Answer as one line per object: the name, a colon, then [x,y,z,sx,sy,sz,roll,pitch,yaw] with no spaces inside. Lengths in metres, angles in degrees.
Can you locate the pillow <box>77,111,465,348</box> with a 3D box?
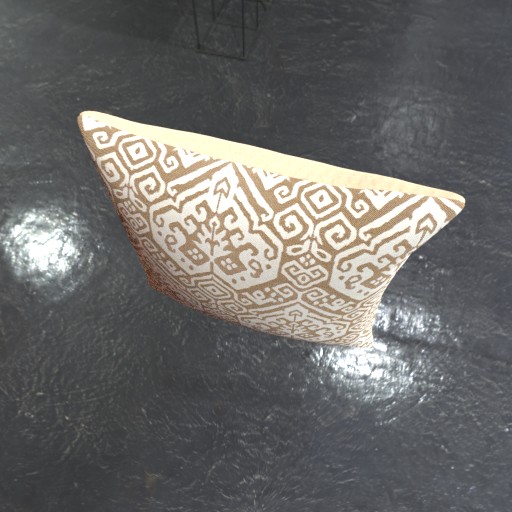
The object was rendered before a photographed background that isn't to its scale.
pillow: [0.000,0.000,0.623,0.419,0.407,0.173,15,60,9]
